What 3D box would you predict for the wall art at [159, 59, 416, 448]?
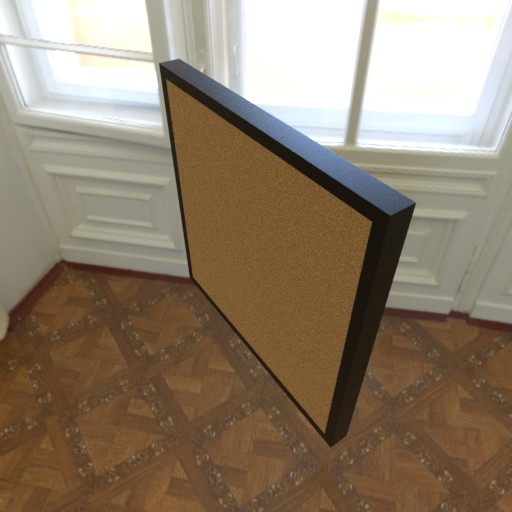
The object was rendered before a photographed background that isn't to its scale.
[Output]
[{"bbox_3d":[0.000,0.000,0.763,0.038,0.508,0.508,-25,48,-25],"label":"wall art"}]
